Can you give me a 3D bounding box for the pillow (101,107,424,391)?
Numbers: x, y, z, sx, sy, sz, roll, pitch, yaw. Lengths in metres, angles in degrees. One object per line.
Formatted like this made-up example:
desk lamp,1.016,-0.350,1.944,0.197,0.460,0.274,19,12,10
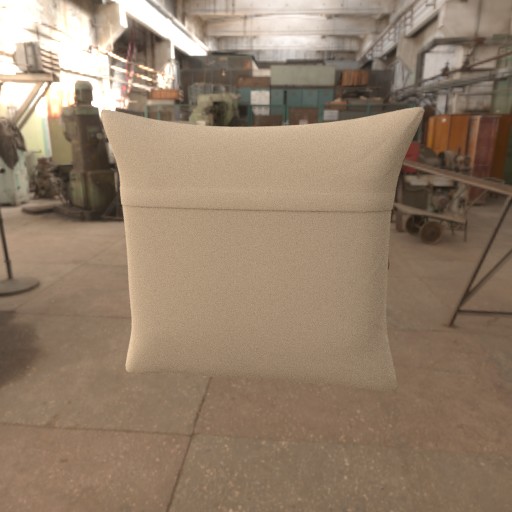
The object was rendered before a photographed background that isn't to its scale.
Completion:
pillow,0.000,0.000,0.753,0.501,0.477,0.192,2,16,7
